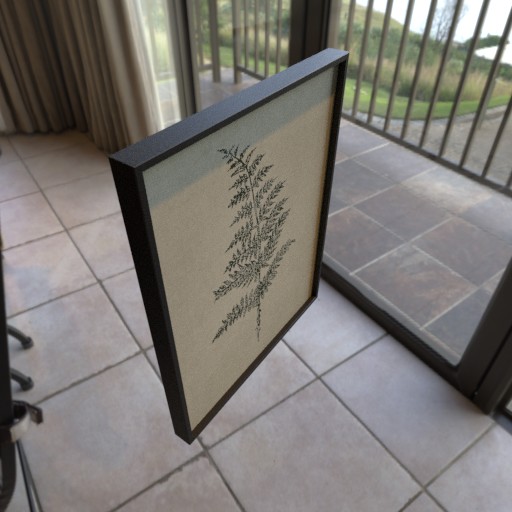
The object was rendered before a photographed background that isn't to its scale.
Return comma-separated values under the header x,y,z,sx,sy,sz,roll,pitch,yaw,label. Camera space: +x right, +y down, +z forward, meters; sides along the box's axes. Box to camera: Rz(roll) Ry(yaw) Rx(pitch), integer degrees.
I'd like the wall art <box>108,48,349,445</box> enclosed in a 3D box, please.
x,y,z,sx,sy,sz,roll,pitch,yaw,label
0.000,0.000,0.750,0.039,0.555,0.449,25,47,26,wall art
